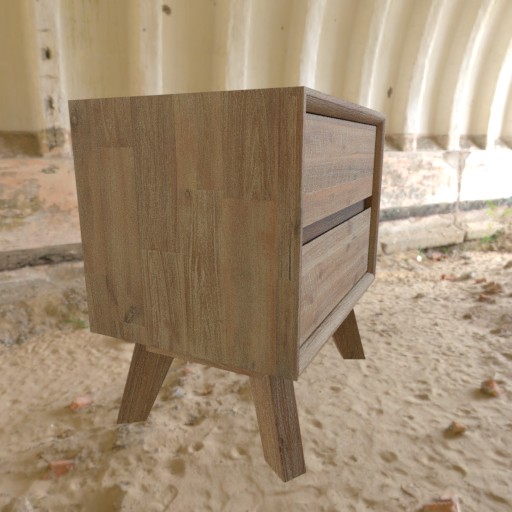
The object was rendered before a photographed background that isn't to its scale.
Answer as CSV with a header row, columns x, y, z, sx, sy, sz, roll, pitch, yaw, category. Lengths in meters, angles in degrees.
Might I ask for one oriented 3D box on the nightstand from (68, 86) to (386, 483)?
x,y,z,sx,sy,sz,roll,pitch,yaw,category
0.000,0.000,0.930,0.396,0.589,0.552,7,15,25,nightstand
